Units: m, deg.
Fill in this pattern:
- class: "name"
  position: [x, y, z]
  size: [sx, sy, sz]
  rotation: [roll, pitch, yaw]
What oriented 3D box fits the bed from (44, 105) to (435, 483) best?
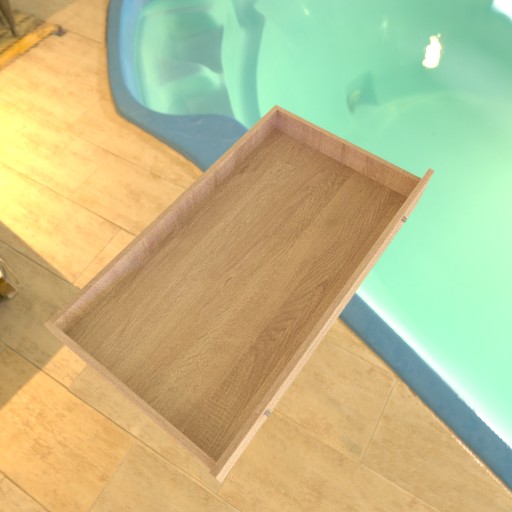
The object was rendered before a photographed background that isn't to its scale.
- class: "bed"
  position: [0.000, 0.000, 1.492]
  size: [0.685, 0.209, 1.200]
  rotation: [33, 65, 18]
